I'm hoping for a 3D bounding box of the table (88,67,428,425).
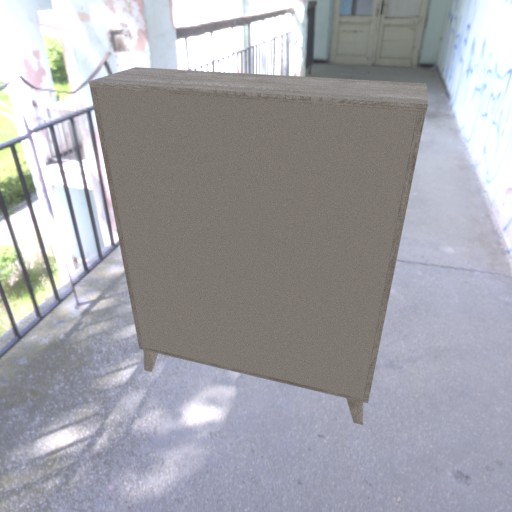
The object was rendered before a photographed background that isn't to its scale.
[{"bbox_3d":[0.000,0.000,1.530,0.902,1.135,0.256,9,33,15],"label":"table"}]
